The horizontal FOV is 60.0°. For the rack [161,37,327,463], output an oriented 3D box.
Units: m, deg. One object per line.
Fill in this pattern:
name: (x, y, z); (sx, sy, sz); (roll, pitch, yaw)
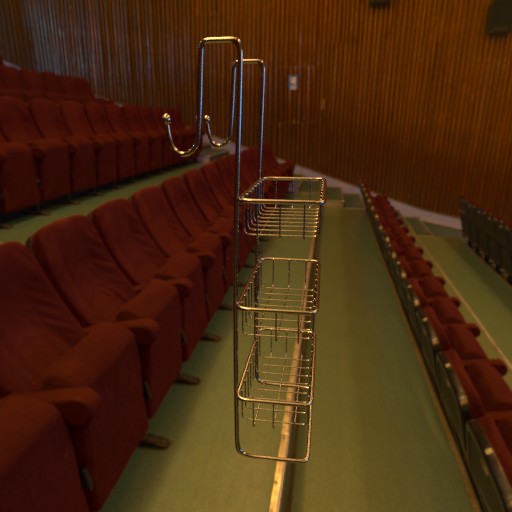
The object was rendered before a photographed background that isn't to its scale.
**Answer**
rack: (0.000, 0.000, 0.673); (0.202, 0.574, 0.228); (3, 17, 8)
